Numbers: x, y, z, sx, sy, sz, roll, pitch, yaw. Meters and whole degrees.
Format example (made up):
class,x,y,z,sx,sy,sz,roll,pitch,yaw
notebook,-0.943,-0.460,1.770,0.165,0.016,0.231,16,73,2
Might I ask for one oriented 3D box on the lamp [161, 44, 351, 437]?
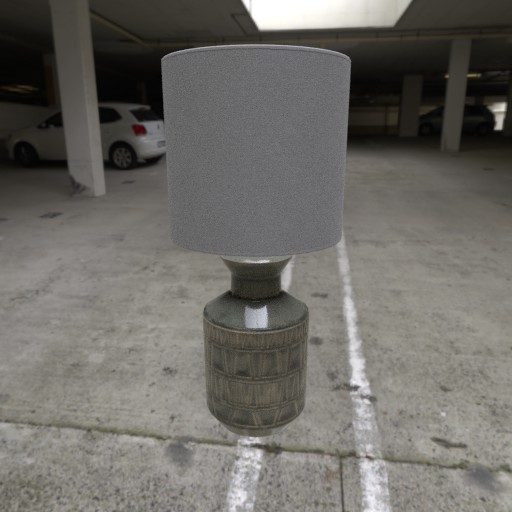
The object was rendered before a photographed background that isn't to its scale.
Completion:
class,x,y,z,sx,sy,sz,roll,pitch,yaw
lamp,0.000,0.000,0.563,0.211,0.455,0.211,2,15,7
